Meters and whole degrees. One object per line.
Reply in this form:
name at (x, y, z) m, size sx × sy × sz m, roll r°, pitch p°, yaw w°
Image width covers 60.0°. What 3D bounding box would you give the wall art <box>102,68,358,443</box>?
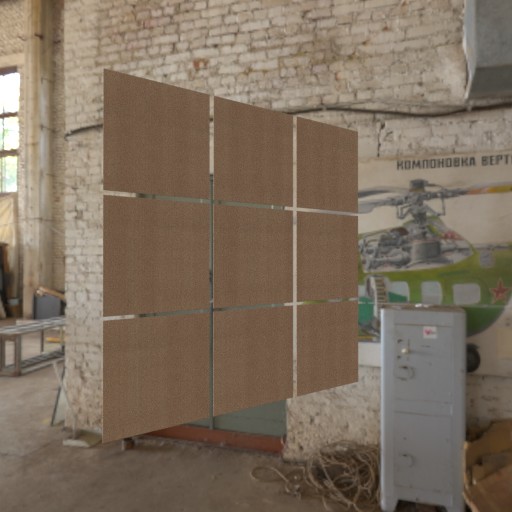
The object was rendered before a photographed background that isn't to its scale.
wall art at (0.000, 0.000, 2.224) m, size 1.517 × 1.505 × 0.002 m, roll 0°, pitch 0°, yaw -36°
